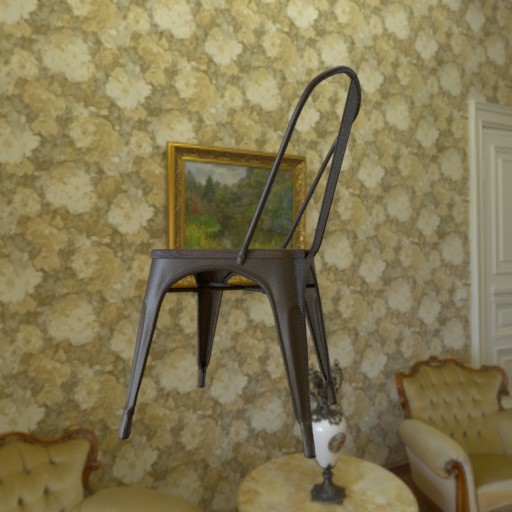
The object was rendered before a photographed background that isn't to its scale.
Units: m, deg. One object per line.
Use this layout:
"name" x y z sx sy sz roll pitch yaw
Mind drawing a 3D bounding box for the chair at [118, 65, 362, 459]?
"chair" 0.000 0.000 1.156 0.532 0.844 0.451 0 0 18
